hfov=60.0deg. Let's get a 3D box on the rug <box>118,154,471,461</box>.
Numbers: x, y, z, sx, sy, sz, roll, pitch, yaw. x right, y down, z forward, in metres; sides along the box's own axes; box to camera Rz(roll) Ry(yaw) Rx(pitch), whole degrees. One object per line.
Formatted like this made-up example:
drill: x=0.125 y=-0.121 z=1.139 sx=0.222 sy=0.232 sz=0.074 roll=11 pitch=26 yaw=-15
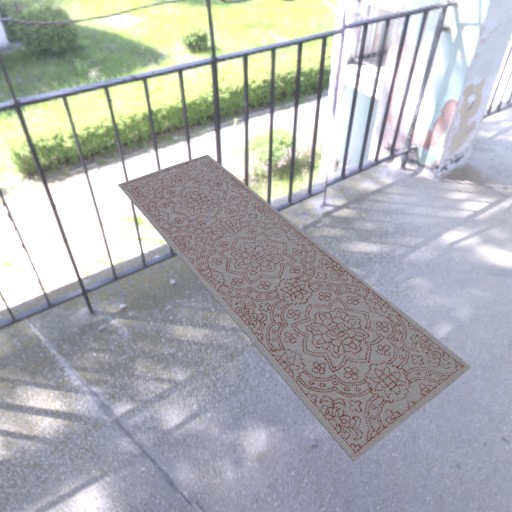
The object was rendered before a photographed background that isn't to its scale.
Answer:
rug: x=0.000 y=0.000 z=2.666 sx=0.769 sy=0.012 sz=2.448 roll=-25 pitch=48 yaw=-25
